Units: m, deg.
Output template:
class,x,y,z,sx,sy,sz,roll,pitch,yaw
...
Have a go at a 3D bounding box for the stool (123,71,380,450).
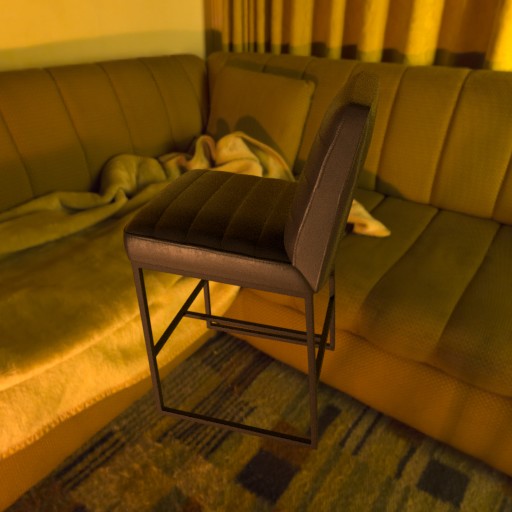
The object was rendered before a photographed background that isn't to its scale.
class,x,y,z,sx,sy,sz,roll,pitch,yaw
stool,0.000,0.000,1.241,0.552,0.938,0.457,8,31,13
